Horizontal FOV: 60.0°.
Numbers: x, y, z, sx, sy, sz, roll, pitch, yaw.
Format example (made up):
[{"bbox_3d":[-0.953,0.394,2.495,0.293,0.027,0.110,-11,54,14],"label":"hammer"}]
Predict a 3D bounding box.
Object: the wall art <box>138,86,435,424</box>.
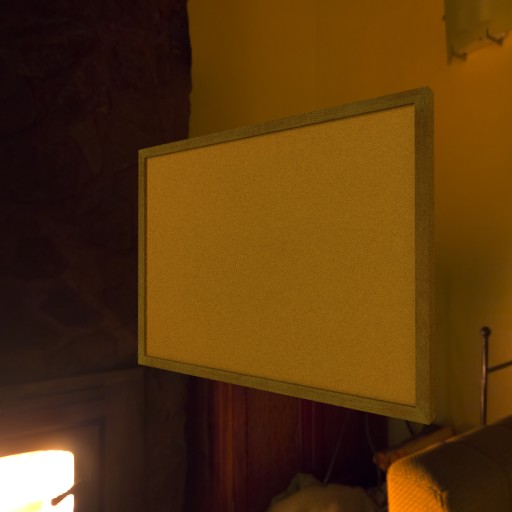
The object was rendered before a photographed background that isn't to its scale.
[{"bbox_3d":[0.000,0.000,1.735,1.320,1.009,0.070,0,-1,36],"label":"wall art"}]
